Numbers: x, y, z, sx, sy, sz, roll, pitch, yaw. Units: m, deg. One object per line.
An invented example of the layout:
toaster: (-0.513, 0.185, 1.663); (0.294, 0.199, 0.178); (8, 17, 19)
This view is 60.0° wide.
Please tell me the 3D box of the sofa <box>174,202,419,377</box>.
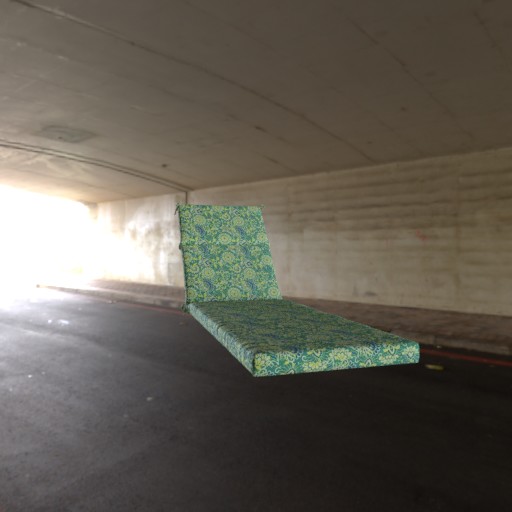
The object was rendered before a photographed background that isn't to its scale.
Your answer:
sofa: (0.000, 0.000, 2.014); (0.582, 0.622, 1.663); (0, 1, -17)
